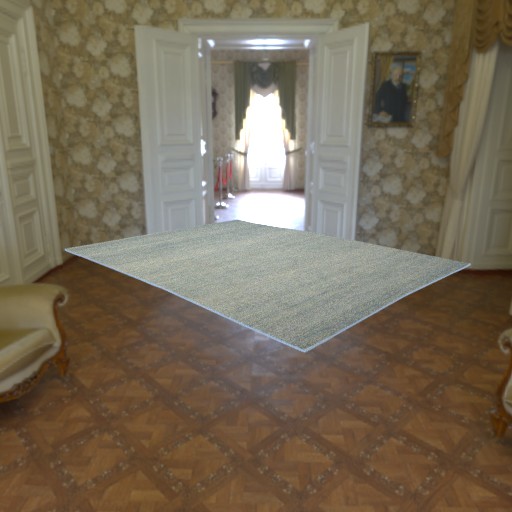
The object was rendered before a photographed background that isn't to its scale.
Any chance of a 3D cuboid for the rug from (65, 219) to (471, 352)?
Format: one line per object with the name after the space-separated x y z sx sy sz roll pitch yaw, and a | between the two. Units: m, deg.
0.000 0.000 4.381 2.461 0.046 3.237 -14 21 -43 | rug
